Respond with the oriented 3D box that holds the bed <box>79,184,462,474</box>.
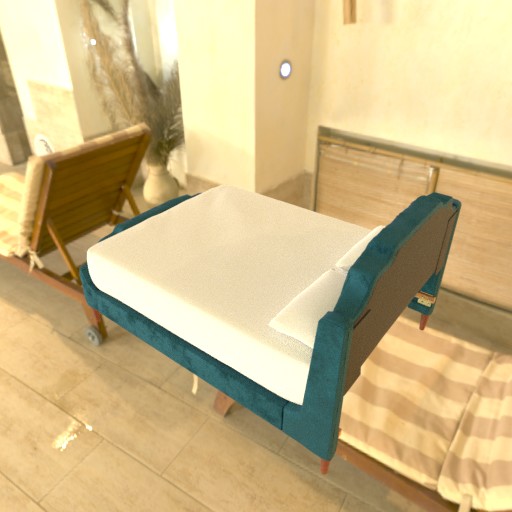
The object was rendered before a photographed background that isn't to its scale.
[{"bbox_3d":[0.000,0.000,3.345,2.322,1.338,1.678,23,39,31],"label":"bed"}]
